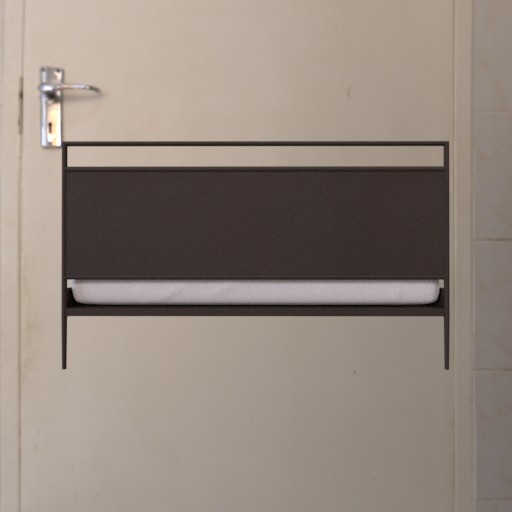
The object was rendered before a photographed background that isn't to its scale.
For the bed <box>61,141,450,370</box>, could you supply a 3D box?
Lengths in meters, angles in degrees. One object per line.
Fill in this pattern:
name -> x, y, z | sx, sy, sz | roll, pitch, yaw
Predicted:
bed -> 0.000, 0.000, 3.343 | 1.993, 1.173, 2.151 | 0, 0, 0
